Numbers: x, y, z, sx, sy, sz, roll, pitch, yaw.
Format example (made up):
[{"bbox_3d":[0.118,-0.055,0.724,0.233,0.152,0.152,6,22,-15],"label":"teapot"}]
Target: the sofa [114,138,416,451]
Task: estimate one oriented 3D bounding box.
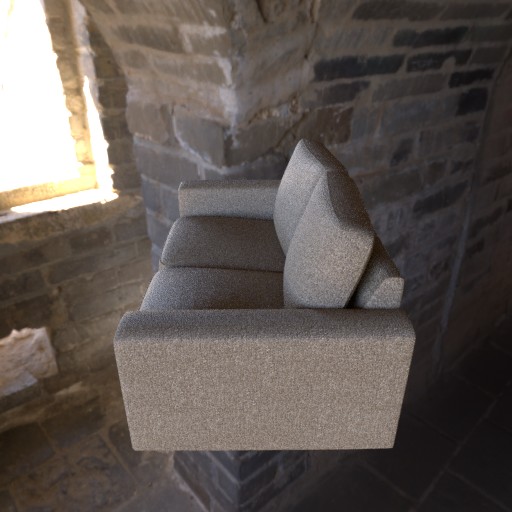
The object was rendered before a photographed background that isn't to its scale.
[{"bbox_3d":[0.000,0.000,2.177,1.016,0.873,1.616,0,28,-1],"label":"sofa"}]
